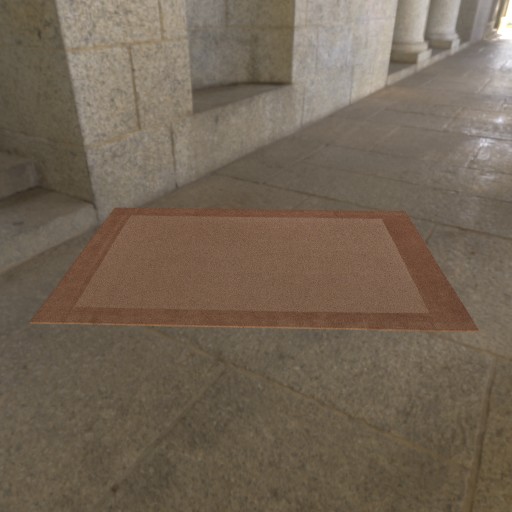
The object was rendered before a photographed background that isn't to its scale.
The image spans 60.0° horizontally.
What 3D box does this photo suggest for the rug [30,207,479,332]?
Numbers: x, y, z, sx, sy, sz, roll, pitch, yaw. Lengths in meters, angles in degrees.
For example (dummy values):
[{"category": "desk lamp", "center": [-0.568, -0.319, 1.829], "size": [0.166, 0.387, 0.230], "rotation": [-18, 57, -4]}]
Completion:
[{"category": "rug", "center": [0.000, 0.000, 3.053], "size": [2.438, 0.014, 1.524], "rotation": [1, 30, 2]}]
